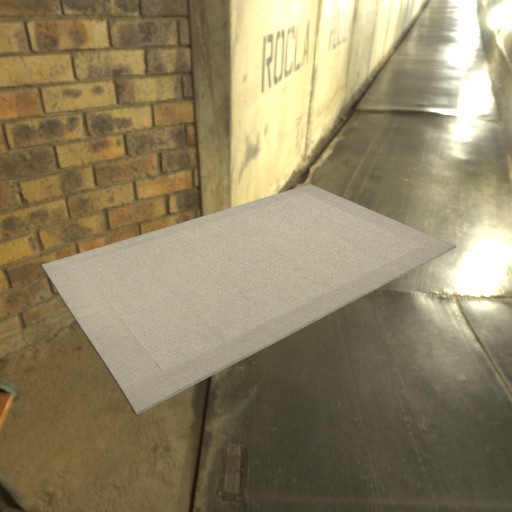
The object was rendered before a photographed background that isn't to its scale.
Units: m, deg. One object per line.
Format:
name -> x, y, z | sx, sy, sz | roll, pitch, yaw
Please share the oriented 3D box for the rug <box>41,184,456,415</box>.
rug -> 0.000, 0.000, 3.051 | 2.438, 0.014, 1.524 | -21, 36, -31
